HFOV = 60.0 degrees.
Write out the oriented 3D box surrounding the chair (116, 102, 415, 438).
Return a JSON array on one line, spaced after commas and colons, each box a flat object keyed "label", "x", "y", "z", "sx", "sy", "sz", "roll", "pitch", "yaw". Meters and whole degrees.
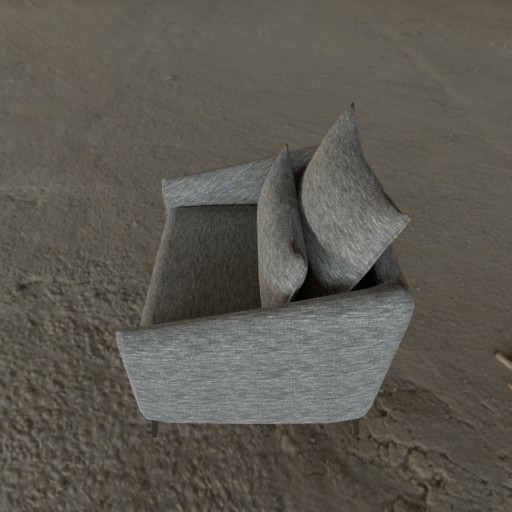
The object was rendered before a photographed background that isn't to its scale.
[{"label": "chair", "x": 0.000, "y": 0.000, "z": 1.607, "sx": 0.805, "sy": 0.842, "sz": 1.004, "roll": 0, "pitch": 39, "yaw": -1}]
